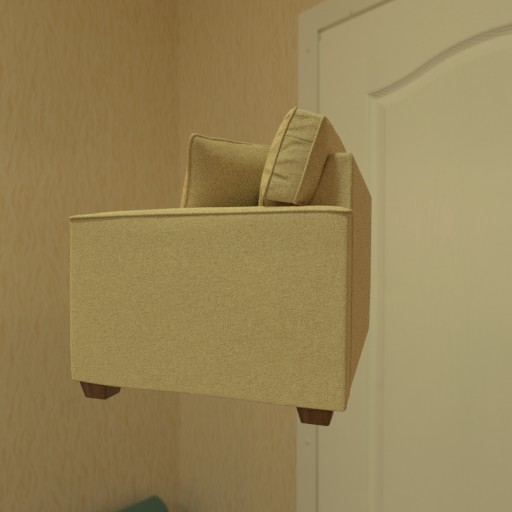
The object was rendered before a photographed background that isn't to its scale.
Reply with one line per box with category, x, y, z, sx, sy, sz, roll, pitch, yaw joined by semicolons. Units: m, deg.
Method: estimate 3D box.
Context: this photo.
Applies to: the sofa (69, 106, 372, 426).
sofa;0.000;0.000;2.062;0.991;0.989;1.388;0;1;17
